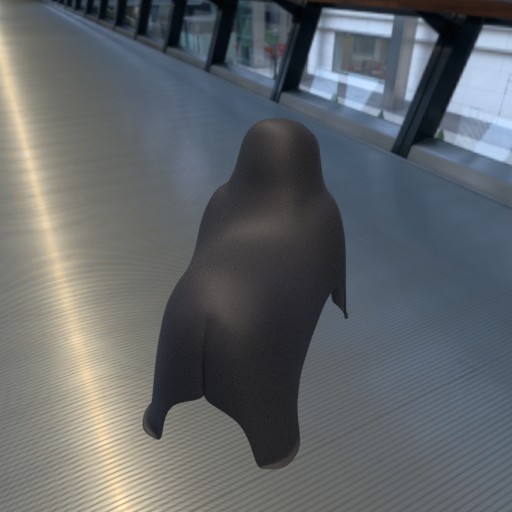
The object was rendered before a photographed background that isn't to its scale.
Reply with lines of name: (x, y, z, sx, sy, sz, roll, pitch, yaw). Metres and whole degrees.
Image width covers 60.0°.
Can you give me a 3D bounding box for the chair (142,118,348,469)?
chair: (0.000, 0.000, 1.143, 0.490, 0.600, 0.758, 9, 32, 14)
